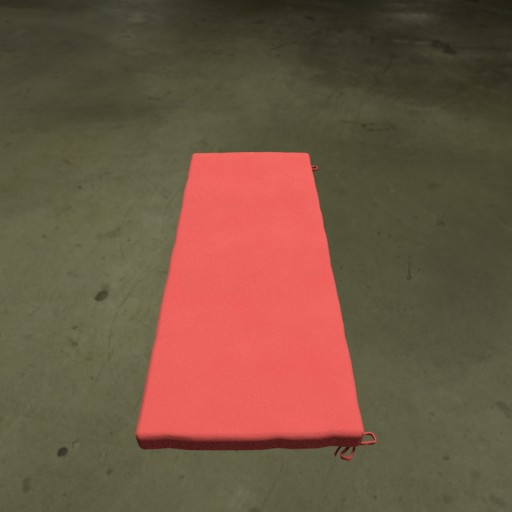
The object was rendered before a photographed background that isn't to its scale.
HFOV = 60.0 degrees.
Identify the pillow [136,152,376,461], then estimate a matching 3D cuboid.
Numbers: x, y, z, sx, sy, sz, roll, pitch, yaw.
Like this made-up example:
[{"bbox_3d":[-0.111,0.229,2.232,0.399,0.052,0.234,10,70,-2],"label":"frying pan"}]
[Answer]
[{"bbox_3d":[0.000,0.000,1.312,0.492,0.081,1.187,0,42,0],"label":"pillow"}]
